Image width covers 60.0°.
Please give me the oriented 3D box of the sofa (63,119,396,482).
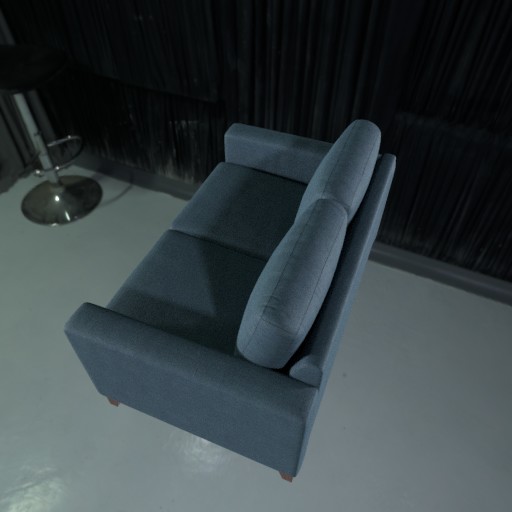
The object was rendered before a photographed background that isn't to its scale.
[{"bbox_3d":[0.000,0.000,2.048,0.955,0.903,1.489,17,50,15],"label":"sofa"}]
